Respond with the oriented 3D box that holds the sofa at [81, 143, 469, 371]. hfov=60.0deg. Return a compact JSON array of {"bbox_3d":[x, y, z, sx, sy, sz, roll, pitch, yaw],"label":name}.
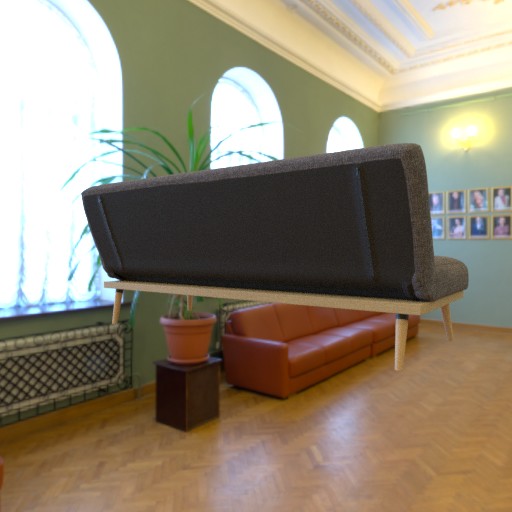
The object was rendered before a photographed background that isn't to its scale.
[{"bbox_3d":[0.000,0.000,2.215,1.820,0.770,0.820,1,1,36],"label":"sofa"}]
